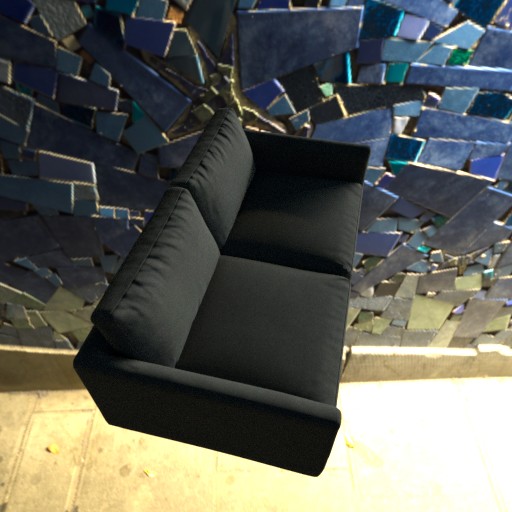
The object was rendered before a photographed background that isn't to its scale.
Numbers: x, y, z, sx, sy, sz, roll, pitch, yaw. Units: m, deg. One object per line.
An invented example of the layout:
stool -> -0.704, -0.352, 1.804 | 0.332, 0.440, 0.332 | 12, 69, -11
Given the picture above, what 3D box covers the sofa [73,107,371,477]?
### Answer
sofa -> 0.000, 0.000, 2.472 | 1.091, 0.845, 1.909 | 10, 47, 9
